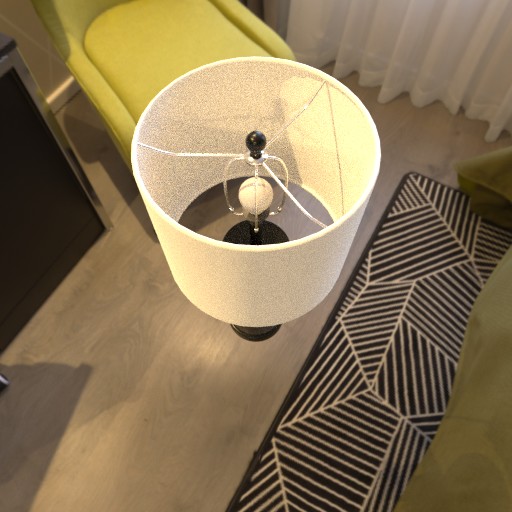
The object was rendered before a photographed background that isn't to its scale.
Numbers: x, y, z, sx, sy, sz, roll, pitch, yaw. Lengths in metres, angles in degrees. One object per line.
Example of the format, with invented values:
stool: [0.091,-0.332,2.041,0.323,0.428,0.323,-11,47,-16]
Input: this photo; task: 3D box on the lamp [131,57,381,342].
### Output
lamp: [0.000,0.000,0.814,0.305,0.634,0.305,-1,63,0]
